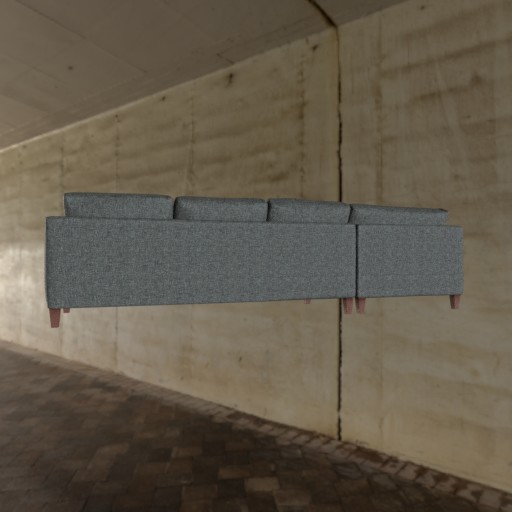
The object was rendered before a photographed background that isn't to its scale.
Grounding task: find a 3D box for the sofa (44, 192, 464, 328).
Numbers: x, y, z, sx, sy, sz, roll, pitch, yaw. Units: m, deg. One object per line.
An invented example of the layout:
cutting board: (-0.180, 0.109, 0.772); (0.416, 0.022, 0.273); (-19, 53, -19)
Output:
sofa: (0.000, 0.000, 4.224); (3.485, 0.960, 1.635); (0, 0, -18)
